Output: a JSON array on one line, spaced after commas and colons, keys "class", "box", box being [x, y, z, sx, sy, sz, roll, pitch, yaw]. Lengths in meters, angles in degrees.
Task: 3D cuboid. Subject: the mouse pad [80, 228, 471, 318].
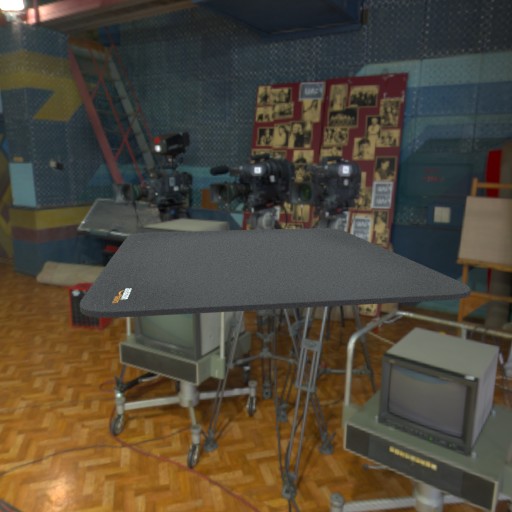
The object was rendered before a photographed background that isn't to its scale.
[{"class": "mouse pad", "box": [0.000, 0.000, 0.322, 0.203, 0.003, 0.229, -2, 12, -9]}]
